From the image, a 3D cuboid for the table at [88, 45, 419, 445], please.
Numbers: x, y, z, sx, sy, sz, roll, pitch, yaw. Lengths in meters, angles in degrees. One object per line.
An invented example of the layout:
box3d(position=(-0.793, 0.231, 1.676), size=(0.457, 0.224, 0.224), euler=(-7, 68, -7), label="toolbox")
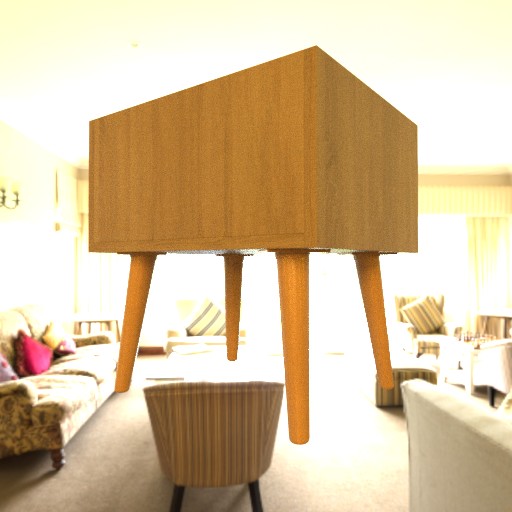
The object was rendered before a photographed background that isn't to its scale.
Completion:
box3d(position=(0.000, 0.000, 0.781), size=(0.450, 0.470, 0.370), euler=(-1, -1, 37), label="table")
